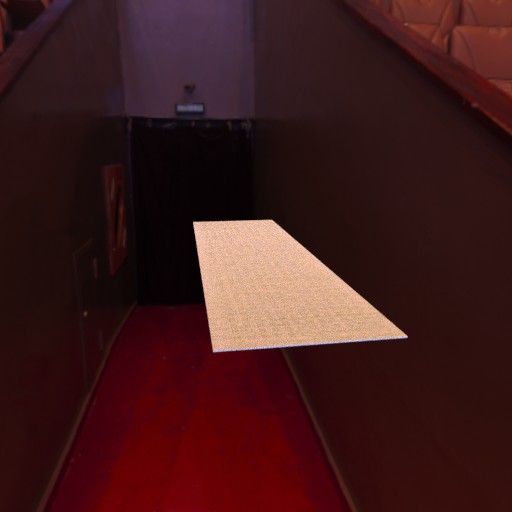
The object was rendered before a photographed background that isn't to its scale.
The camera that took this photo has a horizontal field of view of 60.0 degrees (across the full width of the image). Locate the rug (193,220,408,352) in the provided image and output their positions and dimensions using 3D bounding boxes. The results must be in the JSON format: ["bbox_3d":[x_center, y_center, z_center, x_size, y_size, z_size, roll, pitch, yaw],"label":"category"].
[{"bbox_3d":[0.000,0.000,2.677,0.686,0.006,2.437,-2,15,-9],"label":"rug"}]
